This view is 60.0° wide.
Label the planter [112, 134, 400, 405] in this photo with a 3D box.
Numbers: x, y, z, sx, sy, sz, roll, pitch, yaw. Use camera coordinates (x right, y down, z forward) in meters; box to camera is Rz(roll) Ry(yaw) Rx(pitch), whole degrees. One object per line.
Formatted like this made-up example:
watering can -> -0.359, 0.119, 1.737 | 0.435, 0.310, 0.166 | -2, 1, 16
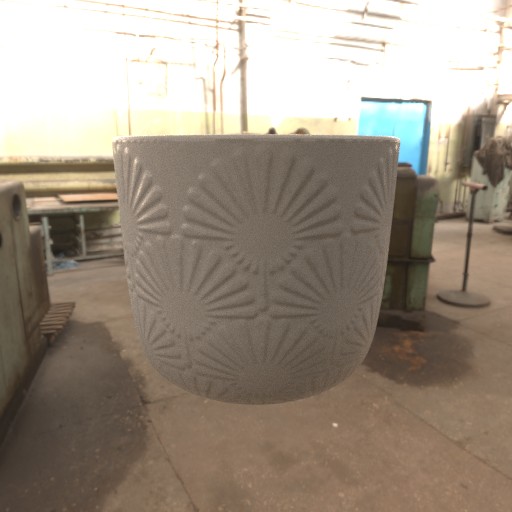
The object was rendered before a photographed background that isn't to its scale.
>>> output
planter -> 0.000, 0.000, 0.212 | 0.124, 0.109, 0.124 | 0, 14, 0
